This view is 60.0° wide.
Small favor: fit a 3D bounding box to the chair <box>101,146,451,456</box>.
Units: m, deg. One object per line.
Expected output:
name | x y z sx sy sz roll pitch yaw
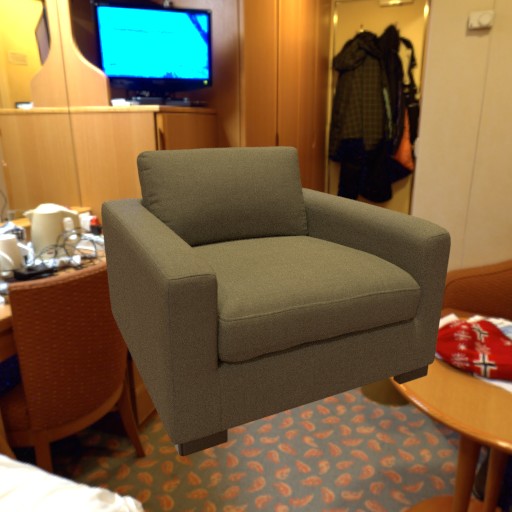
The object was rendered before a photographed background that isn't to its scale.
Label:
chair | 0.000 0.000 1.856 1.070 0.847 1.100 -8 18 -25
